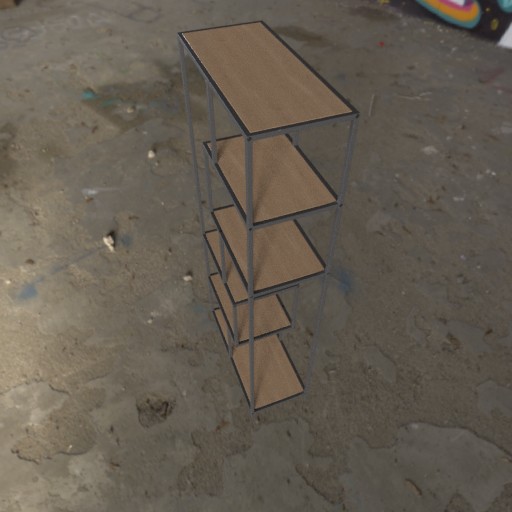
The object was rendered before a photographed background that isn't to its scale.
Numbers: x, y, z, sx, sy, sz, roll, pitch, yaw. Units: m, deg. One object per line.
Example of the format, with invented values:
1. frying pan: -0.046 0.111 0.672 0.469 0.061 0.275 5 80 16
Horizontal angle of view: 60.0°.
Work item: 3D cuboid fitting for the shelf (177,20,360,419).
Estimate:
1. shelf: 0.000 0.000 2.155 0.350 1.850 0.770 -16 49 -14
